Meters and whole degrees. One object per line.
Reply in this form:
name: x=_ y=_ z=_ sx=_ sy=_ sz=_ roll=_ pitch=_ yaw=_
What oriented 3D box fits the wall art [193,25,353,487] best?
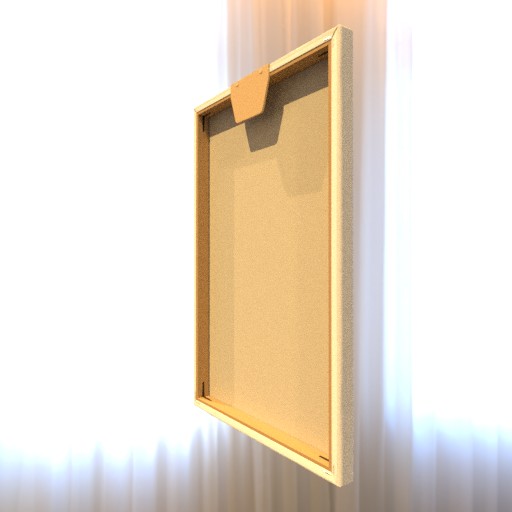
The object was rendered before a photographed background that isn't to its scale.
wall art: x=0.000 y=0.000 z=1.113 sx=0.048 sy=0.902 sz=0.602 roll=0 pitch=0 yaw=-36
